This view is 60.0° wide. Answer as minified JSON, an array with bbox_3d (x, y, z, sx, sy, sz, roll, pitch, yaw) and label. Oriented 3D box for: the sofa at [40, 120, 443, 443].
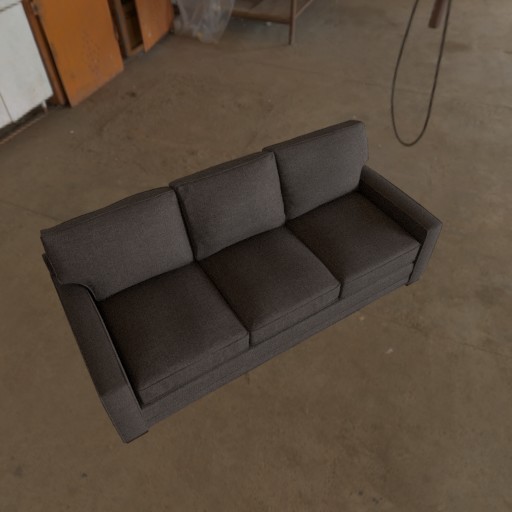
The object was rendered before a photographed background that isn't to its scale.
[{"bbox_3d":[0.000,0.000,2.892,2.369,0.978,1.004,-24,51,-21],"label":"sofa"}]
